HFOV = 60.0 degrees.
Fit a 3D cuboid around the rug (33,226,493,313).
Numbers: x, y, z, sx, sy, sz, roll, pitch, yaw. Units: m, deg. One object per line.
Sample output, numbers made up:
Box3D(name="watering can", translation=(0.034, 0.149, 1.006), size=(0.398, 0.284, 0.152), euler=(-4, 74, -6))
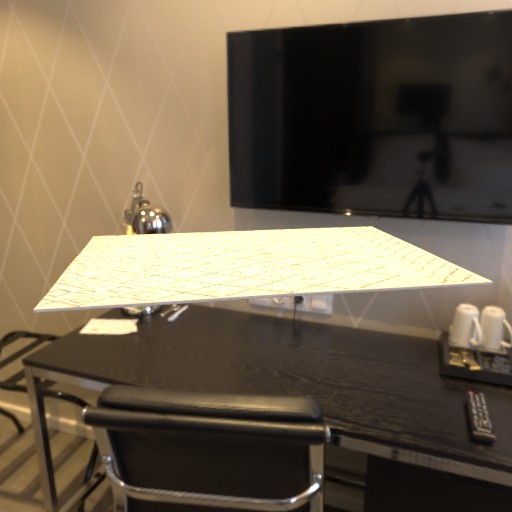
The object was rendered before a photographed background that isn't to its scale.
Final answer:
Box3D(name="rug", translation=(0.000, 0.000, 2.307), size=(1.828, 0.015, 1.222), euler=(-3, 15, -10))
